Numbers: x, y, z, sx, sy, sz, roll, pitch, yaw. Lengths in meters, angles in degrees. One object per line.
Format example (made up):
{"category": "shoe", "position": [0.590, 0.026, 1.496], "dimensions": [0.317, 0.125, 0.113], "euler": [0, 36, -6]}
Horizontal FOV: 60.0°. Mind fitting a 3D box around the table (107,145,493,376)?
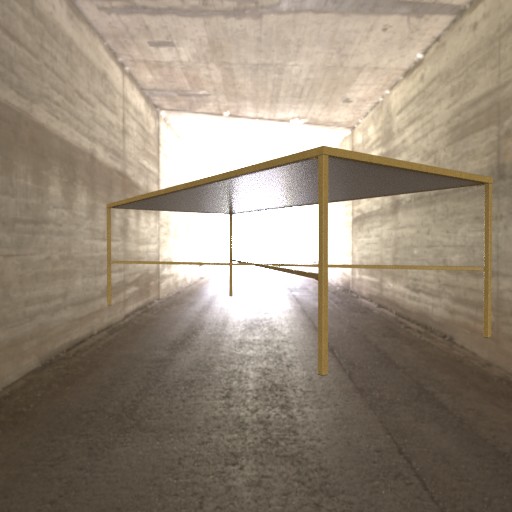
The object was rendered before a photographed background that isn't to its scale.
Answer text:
{"category": "table", "position": [0.000, 0.000, 1.422], "dimensions": [0.580, 0.398, 1.206], "euler": [-1, 1, -36]}
